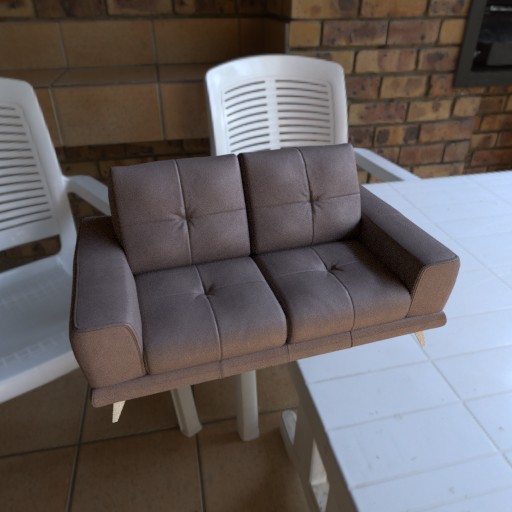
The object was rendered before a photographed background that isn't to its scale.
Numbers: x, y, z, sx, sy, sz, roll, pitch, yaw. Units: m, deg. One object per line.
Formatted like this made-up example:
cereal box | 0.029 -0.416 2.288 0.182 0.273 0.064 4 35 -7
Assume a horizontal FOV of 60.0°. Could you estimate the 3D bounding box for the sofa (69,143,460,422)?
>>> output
sofa | 0.000 0.000 2.323 1.806 0.907 1.018 -9 33 -15
